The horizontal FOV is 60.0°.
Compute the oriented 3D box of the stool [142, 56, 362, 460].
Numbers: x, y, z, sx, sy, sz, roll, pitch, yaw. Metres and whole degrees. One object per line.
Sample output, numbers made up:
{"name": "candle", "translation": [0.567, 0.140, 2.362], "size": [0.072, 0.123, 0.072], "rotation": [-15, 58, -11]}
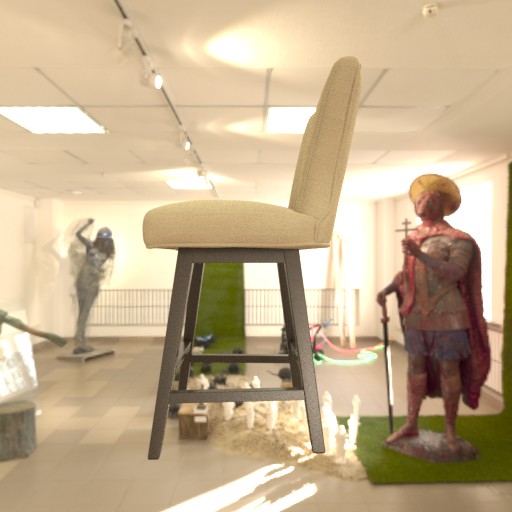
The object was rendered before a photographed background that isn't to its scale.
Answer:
{"name": "stool", "translation": [0.000, 0.000, 1.335], "size": [0.574, 1.000, 0.514], "rotation": [0, 0, -1]}
